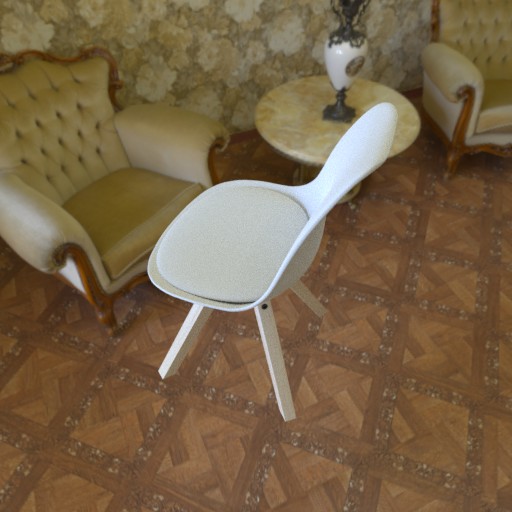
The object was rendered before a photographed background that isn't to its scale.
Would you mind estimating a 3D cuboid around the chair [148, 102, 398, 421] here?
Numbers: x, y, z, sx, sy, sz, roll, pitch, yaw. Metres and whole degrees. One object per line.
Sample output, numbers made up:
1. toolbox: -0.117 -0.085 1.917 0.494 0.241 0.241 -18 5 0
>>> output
1. chair: 0.000 0.000 1.196 0.550 0.850 0.485 14 48 14
